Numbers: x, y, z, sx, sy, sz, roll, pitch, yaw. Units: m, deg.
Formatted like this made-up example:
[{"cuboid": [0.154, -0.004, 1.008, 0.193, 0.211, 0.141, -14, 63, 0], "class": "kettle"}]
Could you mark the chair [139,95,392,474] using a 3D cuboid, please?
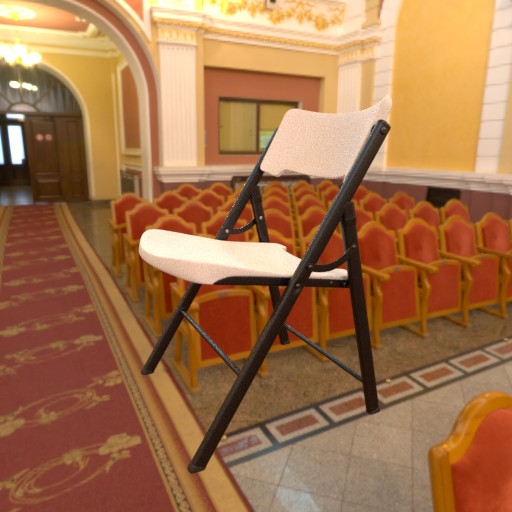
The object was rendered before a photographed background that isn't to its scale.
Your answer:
[{"cuboid": [0.000, 0.000, 1.139, 0.577, 0.765, 0.482, -7, 15, -25], "class": "chair"}]
